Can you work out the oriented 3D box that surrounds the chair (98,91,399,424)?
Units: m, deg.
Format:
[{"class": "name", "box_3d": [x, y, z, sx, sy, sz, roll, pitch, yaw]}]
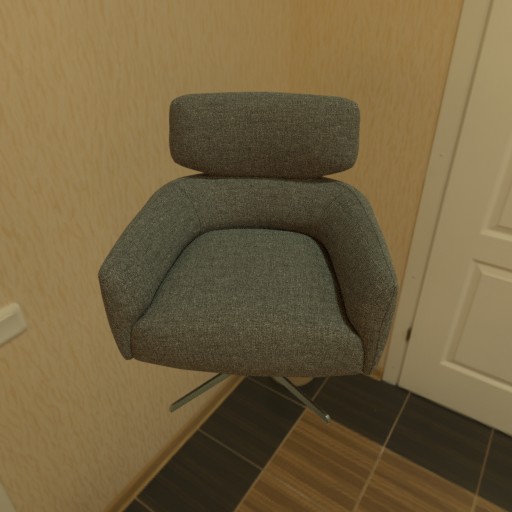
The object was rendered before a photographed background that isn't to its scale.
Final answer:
[{"class": "chair", "box_3d": [0.000, 0.000, 1.327, 0.706, 0.812, 0.715, 3, 32, 4]}]
